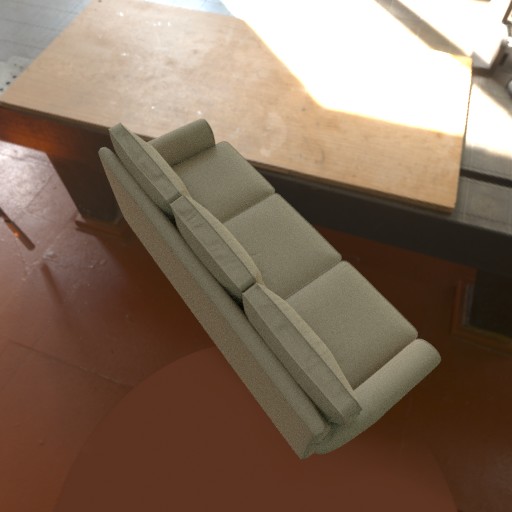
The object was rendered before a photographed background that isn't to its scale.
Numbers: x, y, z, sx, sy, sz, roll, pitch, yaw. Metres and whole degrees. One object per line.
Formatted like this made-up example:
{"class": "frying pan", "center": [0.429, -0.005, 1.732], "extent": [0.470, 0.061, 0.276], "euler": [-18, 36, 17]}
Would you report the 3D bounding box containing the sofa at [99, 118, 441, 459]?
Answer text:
{"class": "sofa", "center": [0.000, 0.000, 2.811], "extent": [0.966, 0.948, 2.354], "euler": [-32, 63, -19]}
